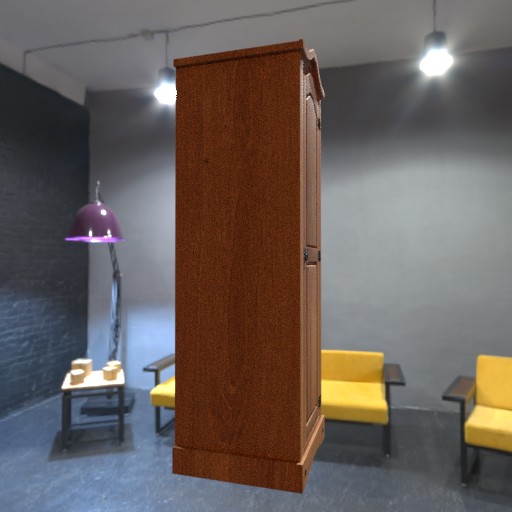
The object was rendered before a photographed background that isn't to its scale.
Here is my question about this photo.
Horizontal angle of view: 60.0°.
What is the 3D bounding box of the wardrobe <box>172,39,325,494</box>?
[{"bbox_3d":[0.000,0.000,2.108,0.570,1.870,0.590,0,-1,17],"label":"wardrobe"}]
